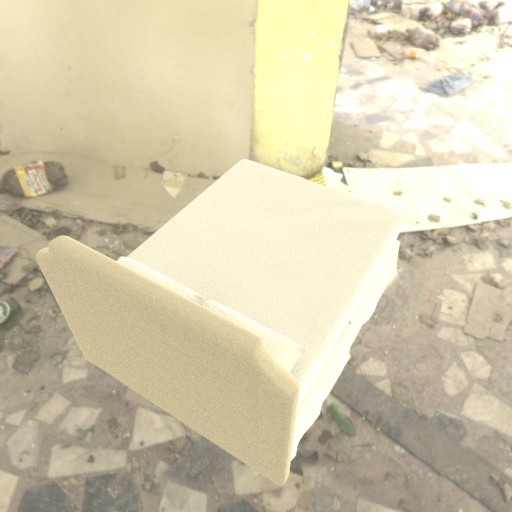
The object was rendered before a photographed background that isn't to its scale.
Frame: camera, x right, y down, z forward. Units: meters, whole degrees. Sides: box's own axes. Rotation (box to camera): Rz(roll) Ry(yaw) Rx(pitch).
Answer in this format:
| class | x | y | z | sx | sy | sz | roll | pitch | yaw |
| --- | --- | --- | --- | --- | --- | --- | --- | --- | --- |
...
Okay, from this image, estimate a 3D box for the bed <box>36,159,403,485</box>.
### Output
| class | x | y | z | sx | sy | sz | roll | pitch | yaw |
| --- | --- | --- | --- | --- | --- | --- | --- | --- | --- |
| bed | 0.000 | 0.000 | 3.153 | 1.693 | 1.290 | 2.116 | 24 | 50 | 22 |
